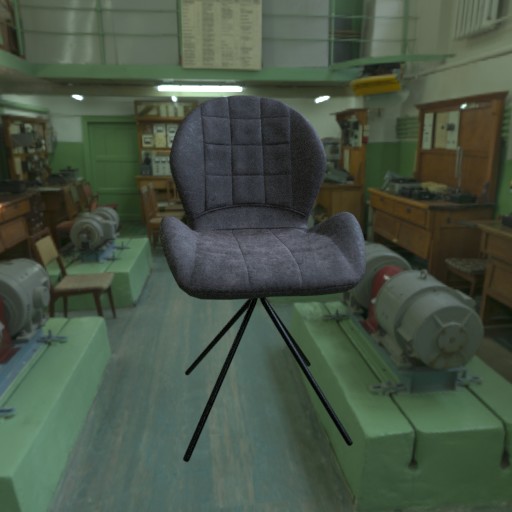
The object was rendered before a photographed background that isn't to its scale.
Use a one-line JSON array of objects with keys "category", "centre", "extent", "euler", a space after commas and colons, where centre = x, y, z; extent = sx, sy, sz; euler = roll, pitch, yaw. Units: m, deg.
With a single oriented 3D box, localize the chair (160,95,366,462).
[{"category": "chair", "centre": [0.000, 0.000, 1.291], "extent": [0.527, 0.934, 0.640], "euler": [-2, 15, -8]}]
